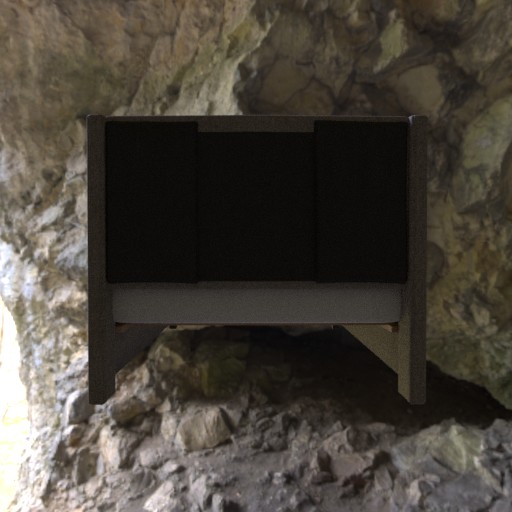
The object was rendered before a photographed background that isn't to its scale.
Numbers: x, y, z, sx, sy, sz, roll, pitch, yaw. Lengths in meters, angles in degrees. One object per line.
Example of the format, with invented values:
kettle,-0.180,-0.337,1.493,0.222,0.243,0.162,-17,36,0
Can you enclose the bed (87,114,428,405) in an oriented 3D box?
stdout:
bed,0.000,0.000,3.344,1.714,1.476,2.245,0,1,0
